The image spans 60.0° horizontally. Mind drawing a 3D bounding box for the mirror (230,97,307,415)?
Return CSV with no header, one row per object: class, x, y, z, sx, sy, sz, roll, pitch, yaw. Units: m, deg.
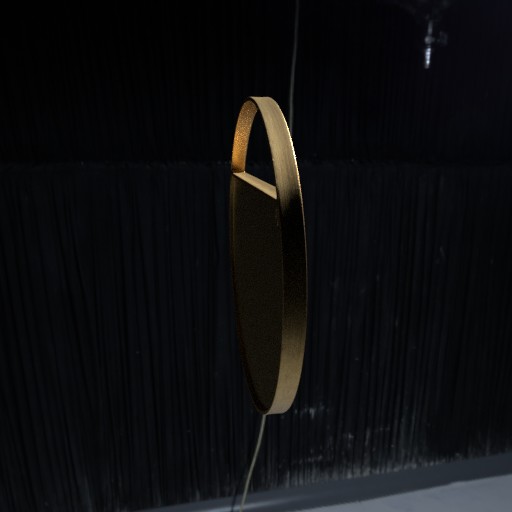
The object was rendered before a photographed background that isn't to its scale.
mirror,0.000,0.000,0.837,0.032,0.565,0.565,-3,15,-10
